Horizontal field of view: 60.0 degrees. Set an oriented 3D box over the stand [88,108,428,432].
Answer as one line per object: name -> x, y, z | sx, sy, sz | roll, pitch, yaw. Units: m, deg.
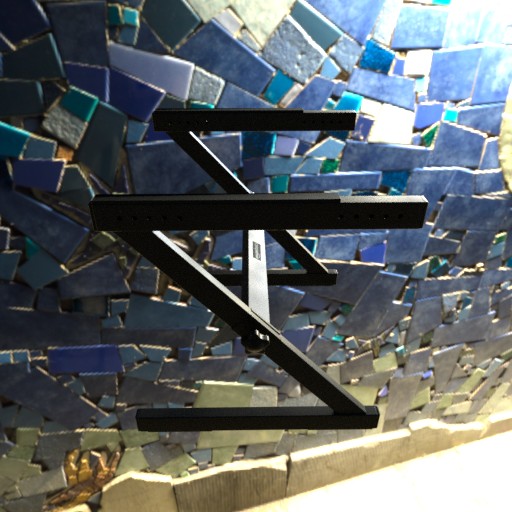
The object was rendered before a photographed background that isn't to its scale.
stand -> 0.000, 0.000, 1.179 | 0.586, 0.617, 0.700 | 0, 32, -1
